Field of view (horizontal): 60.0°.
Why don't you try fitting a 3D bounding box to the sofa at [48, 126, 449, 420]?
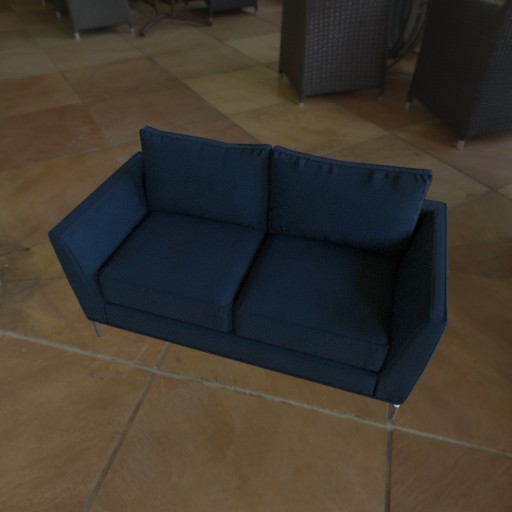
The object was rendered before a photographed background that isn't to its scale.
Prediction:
[{"bbox_3d":[0.000,0.000,2.298,1.770,1.002,0.853,12,43,14],"label":"sofa"}]
